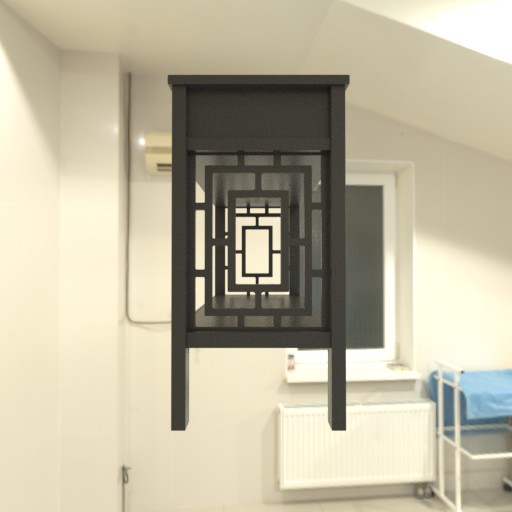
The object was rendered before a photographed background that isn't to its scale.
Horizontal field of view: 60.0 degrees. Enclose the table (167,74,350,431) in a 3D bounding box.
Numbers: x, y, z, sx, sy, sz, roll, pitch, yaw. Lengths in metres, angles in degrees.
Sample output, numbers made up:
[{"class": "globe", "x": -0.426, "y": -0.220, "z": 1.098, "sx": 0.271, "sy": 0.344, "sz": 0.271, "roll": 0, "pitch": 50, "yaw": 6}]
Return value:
[{"class": "table", "x": 0.000, "y": 0.000, "z": 1.466, "sx": 0.397, "sy": 0.753, "sz": 1.068, "roll": 0, "pitch": -1, "yaw": 0}]
